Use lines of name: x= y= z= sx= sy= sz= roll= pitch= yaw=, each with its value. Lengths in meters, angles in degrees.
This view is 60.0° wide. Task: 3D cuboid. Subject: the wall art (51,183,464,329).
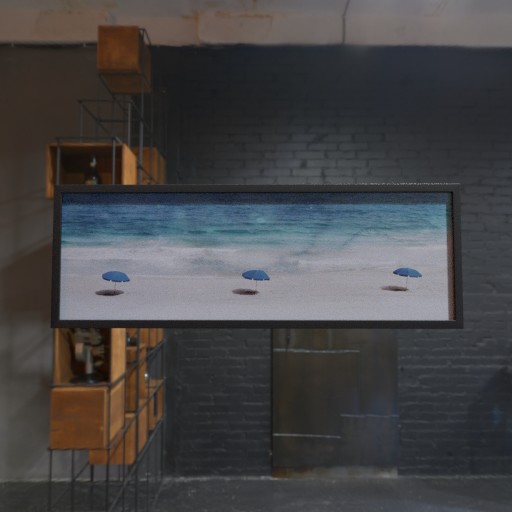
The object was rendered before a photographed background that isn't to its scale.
wall art: x=0.000 y=0.000 z=1.719 sx=1.572 sy=0.554 sz=0.041 roll=0 pitch=-3 yaw=1
